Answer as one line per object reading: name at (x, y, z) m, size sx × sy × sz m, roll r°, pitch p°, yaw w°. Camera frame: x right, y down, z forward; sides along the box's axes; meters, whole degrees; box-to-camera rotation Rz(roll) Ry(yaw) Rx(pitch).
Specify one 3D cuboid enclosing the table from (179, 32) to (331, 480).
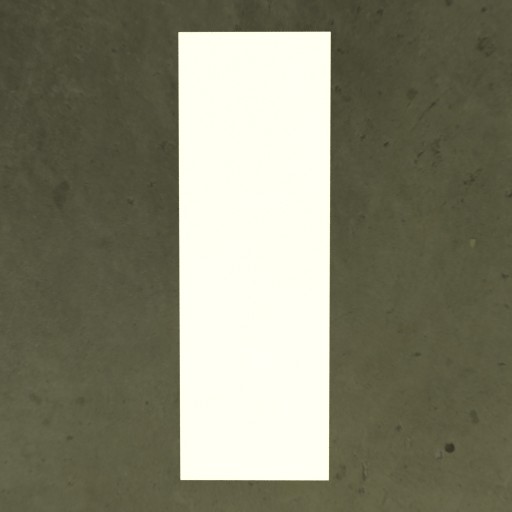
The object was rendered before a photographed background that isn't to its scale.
table at (0.000, 0.000, 1.869) m, size 0.508 × 0.769 × 1.500 m, roll 0°, pitch 91°, yaw 0°
